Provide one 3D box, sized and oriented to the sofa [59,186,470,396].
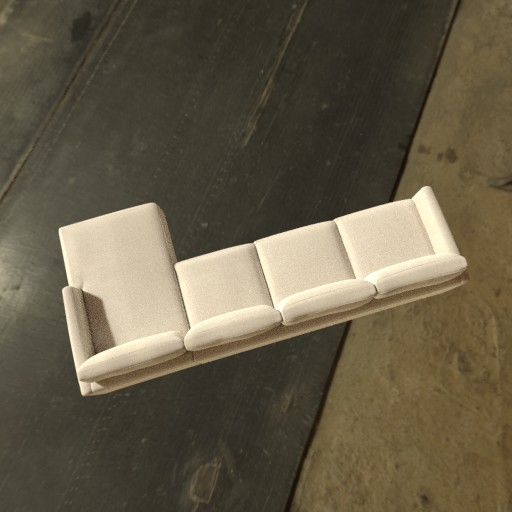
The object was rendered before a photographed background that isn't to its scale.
[{"bbox_3d":[0.000,0.000,2.905,2.445,0.677,1.126,-16,76,-4],"label":"sofa"}]
